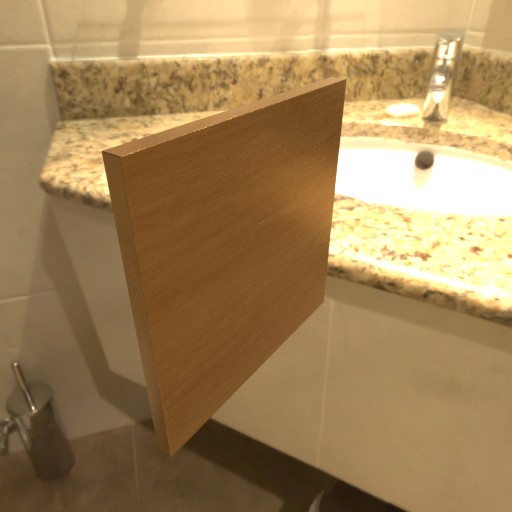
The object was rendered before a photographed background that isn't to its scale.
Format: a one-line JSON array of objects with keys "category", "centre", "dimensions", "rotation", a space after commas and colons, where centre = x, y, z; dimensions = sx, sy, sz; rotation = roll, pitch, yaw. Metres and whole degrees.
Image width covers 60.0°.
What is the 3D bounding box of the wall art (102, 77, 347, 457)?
[{"category": "wall art", "centre": [0.000, 0.000, 0.457], "dimensions": [0.019, 0.302, 0.302], "rotation": [21, 38, 30]}]
